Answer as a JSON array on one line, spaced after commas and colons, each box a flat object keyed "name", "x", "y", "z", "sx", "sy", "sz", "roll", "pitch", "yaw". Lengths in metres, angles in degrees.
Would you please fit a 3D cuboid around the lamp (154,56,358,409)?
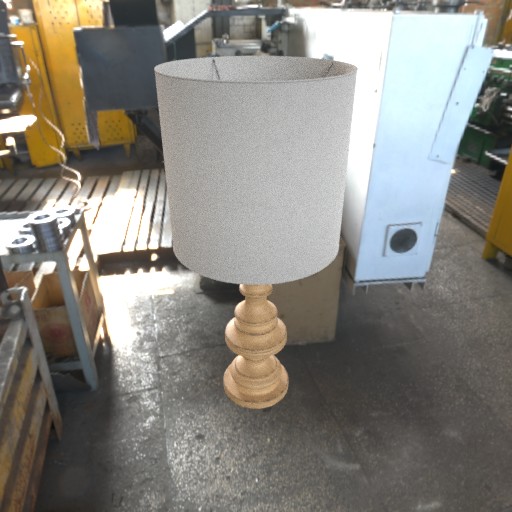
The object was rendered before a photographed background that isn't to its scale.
[{"name": "lamp", "x": 0.000, "y": 0.000, "z": 0.574, "sx": 0.208, "sy": 0.455, "sz": 0.208, "roll": 22, "pitch": 36, "yaw": 33}]
